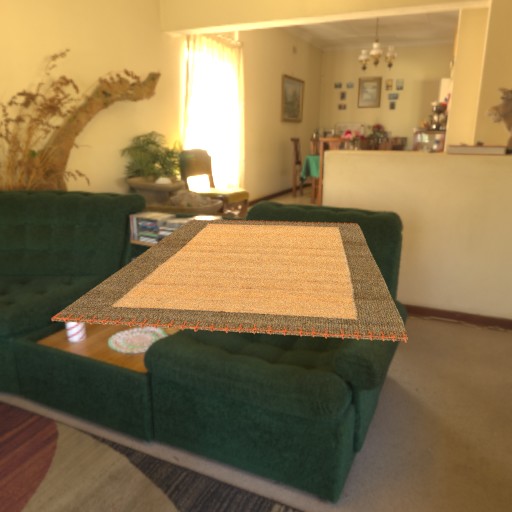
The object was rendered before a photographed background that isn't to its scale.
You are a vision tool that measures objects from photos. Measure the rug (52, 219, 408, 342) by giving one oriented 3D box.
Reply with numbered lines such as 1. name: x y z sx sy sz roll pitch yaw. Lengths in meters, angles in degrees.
1. rug: 0.000 0.000 2.326 1.220 0.019 1.838 2 16 7
